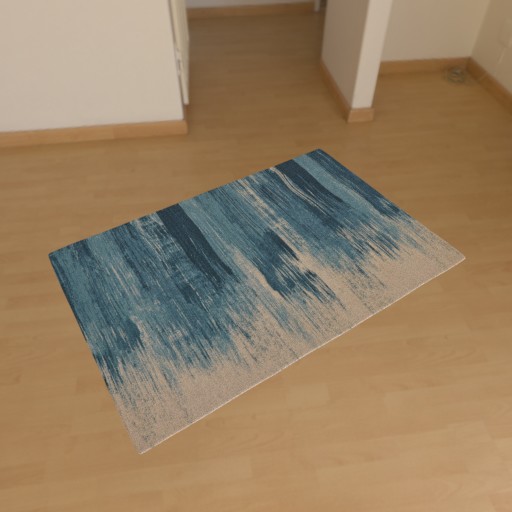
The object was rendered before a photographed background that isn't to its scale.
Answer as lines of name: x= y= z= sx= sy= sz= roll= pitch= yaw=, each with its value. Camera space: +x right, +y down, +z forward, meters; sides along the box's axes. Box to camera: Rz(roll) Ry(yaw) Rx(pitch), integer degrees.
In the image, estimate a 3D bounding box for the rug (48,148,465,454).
rug: x=0.000 y=0.000 z=2.325 sx=1.836 sy=0.009 sz=1.232 roll=-25 pitch=52 yaw=-22
